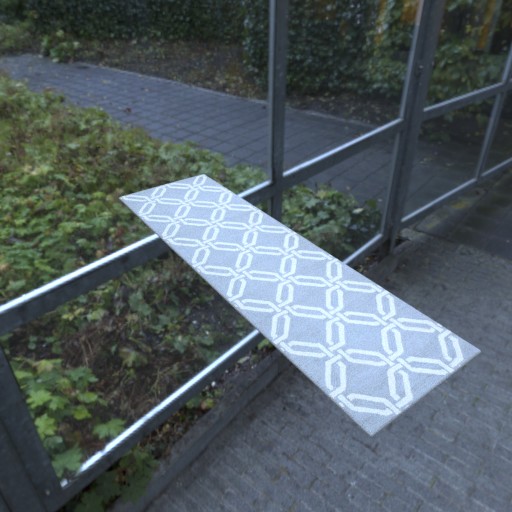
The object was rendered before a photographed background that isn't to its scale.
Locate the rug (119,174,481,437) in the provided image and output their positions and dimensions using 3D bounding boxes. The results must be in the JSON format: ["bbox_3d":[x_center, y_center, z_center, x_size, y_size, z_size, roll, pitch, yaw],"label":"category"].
[{"bbox_3d":[0.000,0.000,2.452,0.678,0.014,2.276,-22,40,-29],"label":"rug"}]
